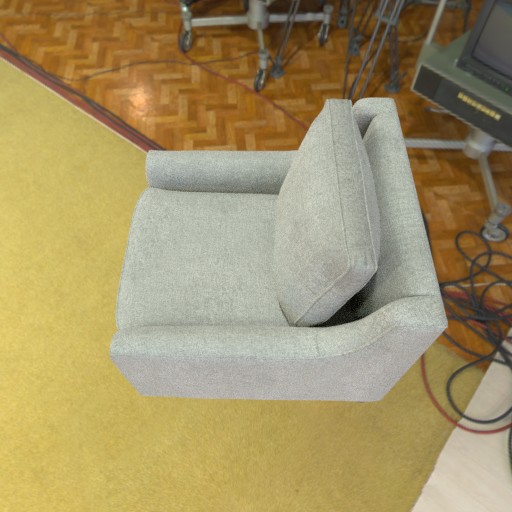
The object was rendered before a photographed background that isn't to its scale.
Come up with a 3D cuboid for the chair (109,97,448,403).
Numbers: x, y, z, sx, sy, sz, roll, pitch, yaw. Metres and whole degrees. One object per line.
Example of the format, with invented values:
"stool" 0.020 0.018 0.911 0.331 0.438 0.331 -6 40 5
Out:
"chair" 0.000 0.000 1.538 0.918 0.864 0.838 0 58 0
